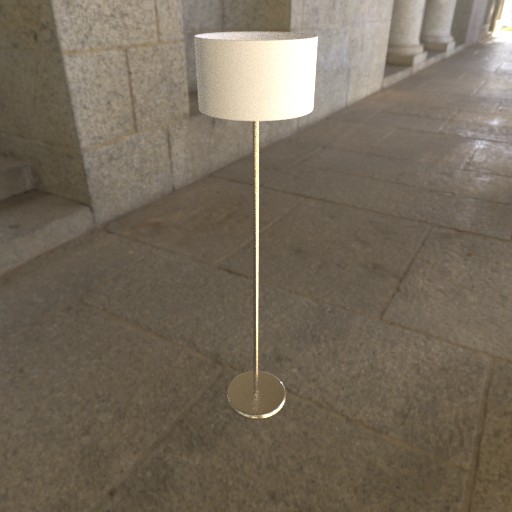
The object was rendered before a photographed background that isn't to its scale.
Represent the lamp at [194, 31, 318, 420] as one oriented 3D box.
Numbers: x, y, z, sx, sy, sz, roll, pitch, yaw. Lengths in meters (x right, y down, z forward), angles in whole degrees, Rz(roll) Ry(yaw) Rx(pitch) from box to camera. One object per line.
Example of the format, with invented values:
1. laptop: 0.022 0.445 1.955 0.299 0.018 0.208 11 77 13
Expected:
1. lamp: 0.000 0.000 1.616 0.347 1.443 0.347 1 30 1
